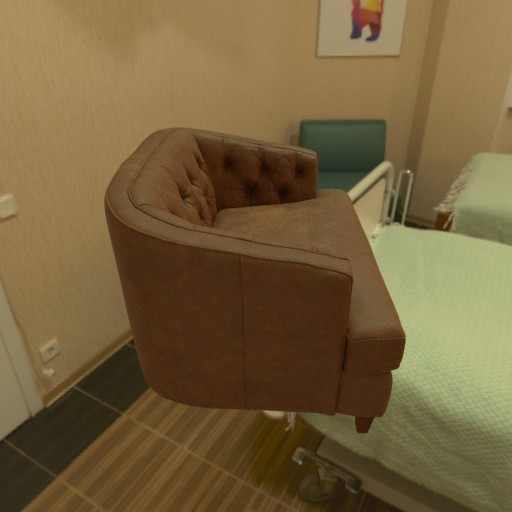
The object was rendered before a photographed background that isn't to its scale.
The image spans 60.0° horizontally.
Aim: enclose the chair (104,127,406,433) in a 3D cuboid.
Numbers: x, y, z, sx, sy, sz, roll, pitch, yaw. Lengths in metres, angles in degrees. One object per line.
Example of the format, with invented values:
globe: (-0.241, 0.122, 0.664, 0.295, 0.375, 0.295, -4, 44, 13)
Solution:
chair: (0.000, 0.000, 1.758, 0.911, 0.836, 1.119, 1, 30, 1)
